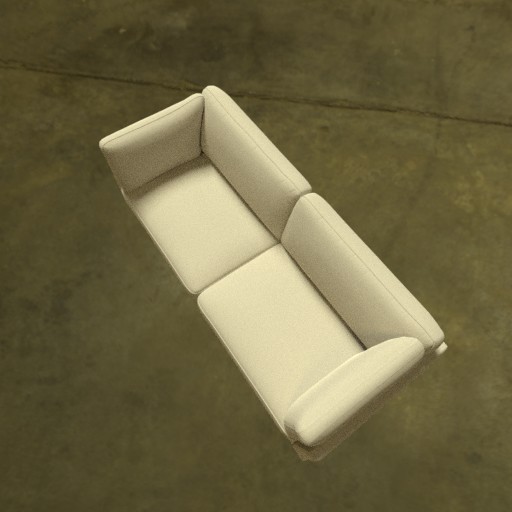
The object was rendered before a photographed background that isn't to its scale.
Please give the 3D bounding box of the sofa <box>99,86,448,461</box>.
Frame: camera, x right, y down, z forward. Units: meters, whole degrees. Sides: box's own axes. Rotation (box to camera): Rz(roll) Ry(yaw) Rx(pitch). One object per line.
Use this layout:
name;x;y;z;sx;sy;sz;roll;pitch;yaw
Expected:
sofa;0.000;0.000;2.815;0.957;0.863;2.301;-32;67;-15
